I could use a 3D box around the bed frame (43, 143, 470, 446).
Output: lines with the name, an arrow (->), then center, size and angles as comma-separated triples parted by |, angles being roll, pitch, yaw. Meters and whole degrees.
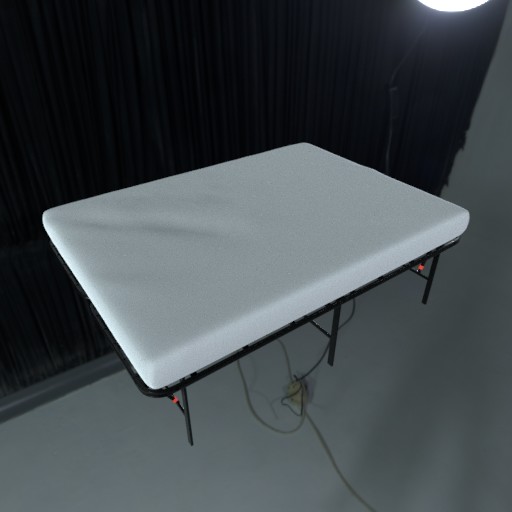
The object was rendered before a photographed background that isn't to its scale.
bed frame -> 0.000, 0.000, 2.523 | 1.905, 0.637, 1.372 | -22, 39, -29
